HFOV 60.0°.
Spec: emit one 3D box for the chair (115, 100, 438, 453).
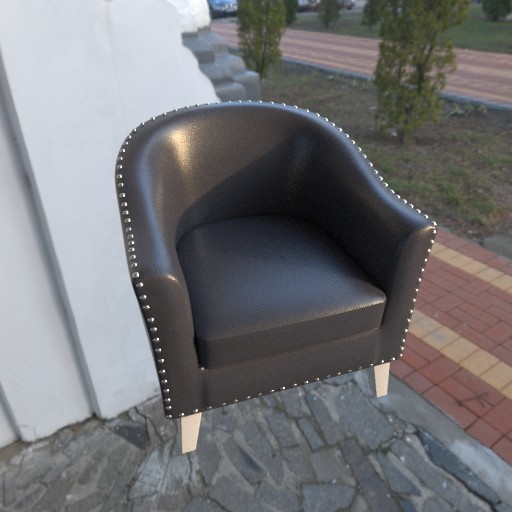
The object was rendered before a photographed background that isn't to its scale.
[{"bbox_3d":[0.000,0.000,1.437,0.794,0.823,0.748,-10,33,-16],"label":"chair"}]
